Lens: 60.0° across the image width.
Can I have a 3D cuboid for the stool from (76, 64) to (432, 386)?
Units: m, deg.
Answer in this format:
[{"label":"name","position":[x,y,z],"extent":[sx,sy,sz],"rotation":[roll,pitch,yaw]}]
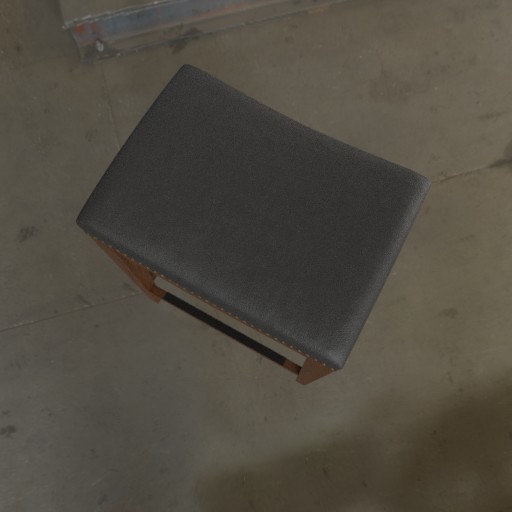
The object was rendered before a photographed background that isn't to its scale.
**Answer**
[{"label":"stool","position":[0.000,0.000,0.949],"extent":[0.490,0.664,0.353],"rotation":[28,76,7]}]
